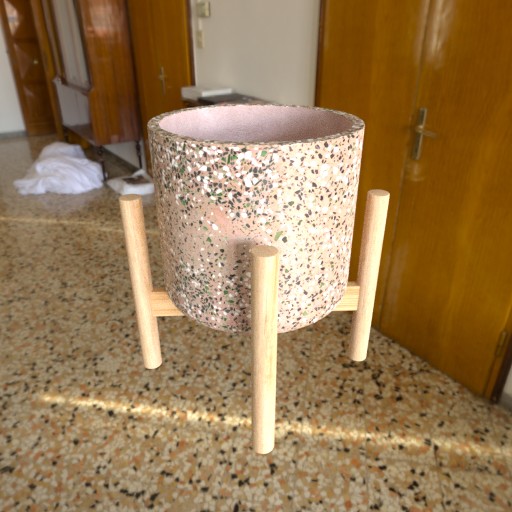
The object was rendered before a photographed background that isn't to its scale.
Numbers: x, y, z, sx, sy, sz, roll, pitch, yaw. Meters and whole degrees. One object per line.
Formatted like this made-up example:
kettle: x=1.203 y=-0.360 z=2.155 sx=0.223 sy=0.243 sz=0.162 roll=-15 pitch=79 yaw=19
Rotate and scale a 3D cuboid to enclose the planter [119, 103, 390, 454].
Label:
planter: x=0.000 y=0.000 z=0.537 sx=0.284 sy=0.320 sz=0.284 roll=9 pitch=29 yaw=17
